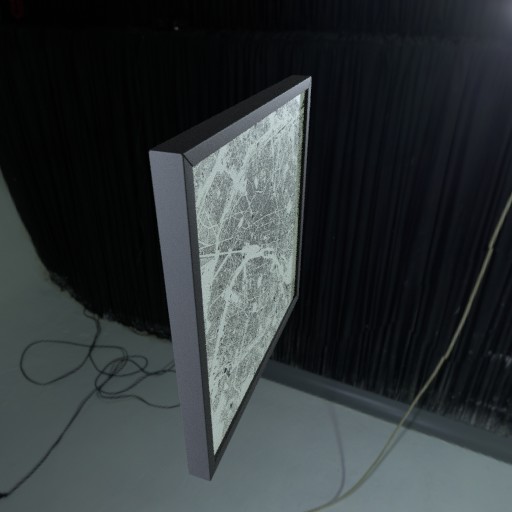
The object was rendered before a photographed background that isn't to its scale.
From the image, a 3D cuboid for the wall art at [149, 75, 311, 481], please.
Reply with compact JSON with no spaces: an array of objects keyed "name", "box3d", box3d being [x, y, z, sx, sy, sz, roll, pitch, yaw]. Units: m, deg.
[{"name":"wall art","box3d":[0.000,0.000,0.756,0.037,0.508,0.508,10,32,17]}]
